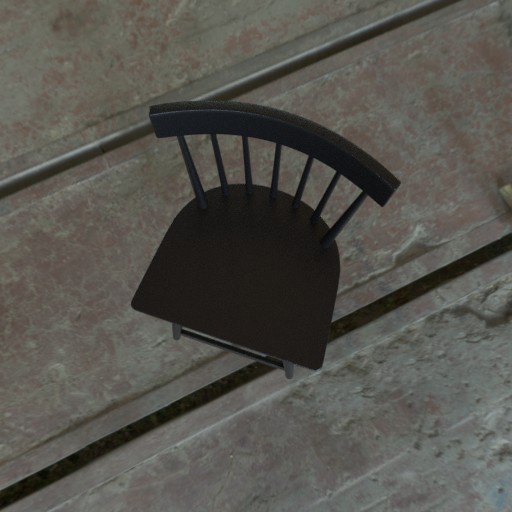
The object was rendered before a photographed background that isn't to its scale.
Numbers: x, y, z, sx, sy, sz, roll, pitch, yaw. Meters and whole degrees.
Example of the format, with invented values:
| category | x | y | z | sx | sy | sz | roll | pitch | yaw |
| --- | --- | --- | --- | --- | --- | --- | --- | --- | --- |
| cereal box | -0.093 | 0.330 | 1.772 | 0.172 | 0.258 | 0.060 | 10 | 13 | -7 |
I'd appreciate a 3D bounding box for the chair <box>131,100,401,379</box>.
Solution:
| category | x | y | z | sx | sy | sz | roll | pitch | yaw |
| --- | --- | --- | --- | --- | --- | --- | --- | --- | --- |
| chair | 0.000 | 0.000 | 1.227 | 0.483 | 0.952 | 0.572 | 18 | 77 | 4 |
